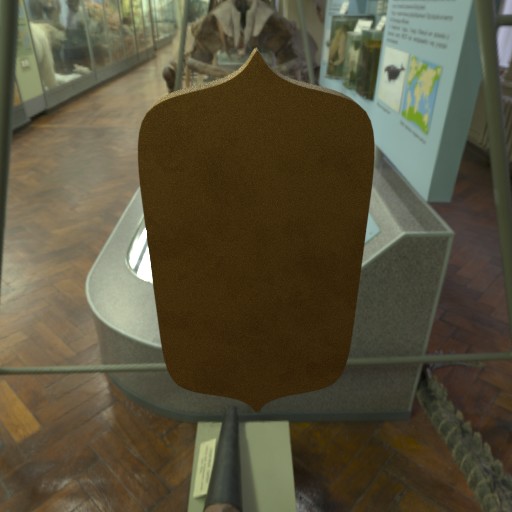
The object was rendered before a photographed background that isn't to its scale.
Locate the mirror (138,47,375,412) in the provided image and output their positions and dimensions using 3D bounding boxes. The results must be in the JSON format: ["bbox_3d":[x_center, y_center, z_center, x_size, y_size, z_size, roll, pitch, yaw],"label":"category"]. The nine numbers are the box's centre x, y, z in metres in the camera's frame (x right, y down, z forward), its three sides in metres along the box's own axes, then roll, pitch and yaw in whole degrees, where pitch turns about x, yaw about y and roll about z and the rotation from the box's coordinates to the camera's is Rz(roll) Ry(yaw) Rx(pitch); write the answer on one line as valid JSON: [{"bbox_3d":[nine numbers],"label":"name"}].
[{"bbox_3d":[0.000,0.000,0.718,0.323,0.613,0.096,-1,29,-1],"label":"mirror"}]
